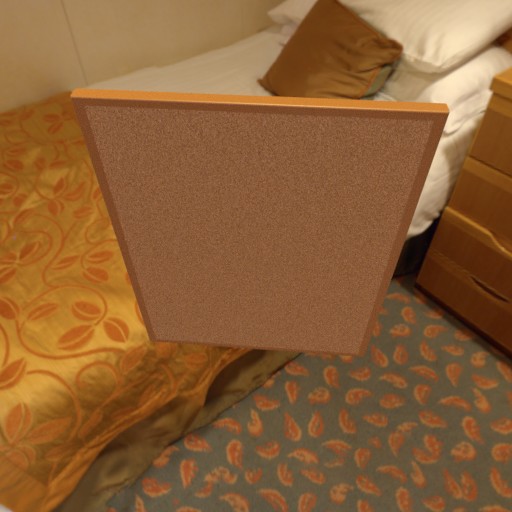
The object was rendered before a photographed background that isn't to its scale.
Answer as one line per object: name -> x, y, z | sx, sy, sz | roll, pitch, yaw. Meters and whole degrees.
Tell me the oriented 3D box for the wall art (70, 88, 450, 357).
wall art -> 0.000, 0.000, 0.503 | 0.310, 0.379, 0.015 | 4, 47, 3
